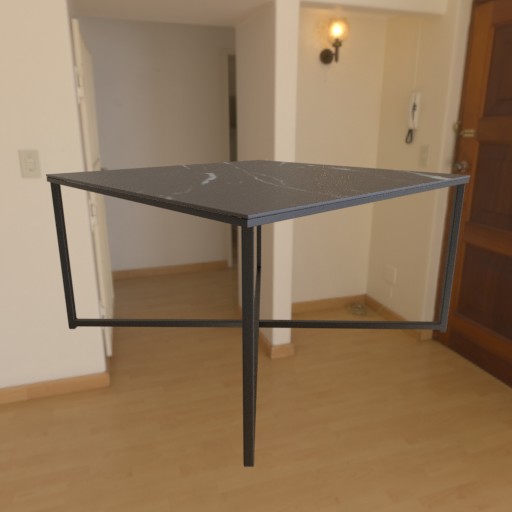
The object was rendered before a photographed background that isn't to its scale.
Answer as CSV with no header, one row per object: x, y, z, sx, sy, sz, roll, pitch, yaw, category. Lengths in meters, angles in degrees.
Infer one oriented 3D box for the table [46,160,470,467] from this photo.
0.000,0.000,1.242,0.800,0.450,0.800,-15,22,-42,table
